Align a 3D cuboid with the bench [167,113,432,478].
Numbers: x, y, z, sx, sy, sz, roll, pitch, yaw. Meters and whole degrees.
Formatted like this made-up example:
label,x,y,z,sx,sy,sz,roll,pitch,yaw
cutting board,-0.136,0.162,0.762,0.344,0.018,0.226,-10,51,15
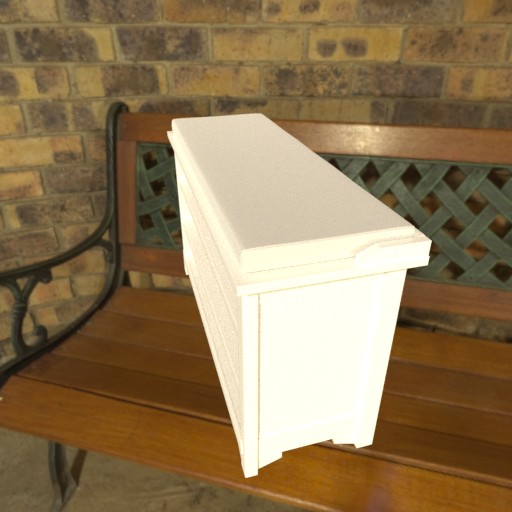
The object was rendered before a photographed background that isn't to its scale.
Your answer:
label,x,y,z,sx,sy,sz,roll,pitch,yaw
bench,0.000,0.000,1.266,0.346,0.589,0.987,-8,31,-14
